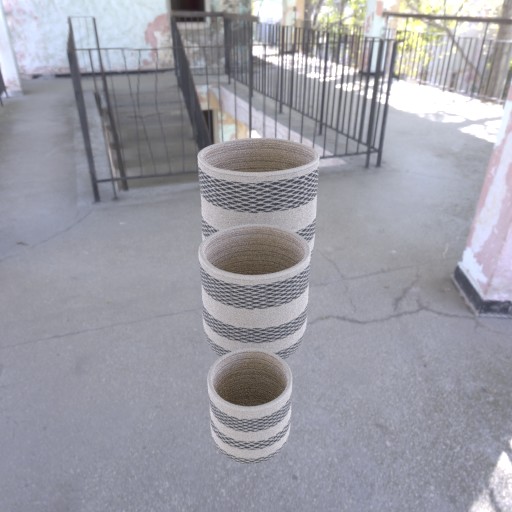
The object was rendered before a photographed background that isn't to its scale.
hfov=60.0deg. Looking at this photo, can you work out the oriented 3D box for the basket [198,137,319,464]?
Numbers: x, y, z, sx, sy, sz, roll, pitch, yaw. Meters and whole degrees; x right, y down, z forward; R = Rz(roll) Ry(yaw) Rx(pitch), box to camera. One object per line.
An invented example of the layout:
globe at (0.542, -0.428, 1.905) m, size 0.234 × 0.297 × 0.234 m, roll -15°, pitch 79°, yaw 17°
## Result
basket at (0.000, 0.000, 1.106) m, size 0.351 × 0.356 × 0.917 m, roll 1°, pitch 30°, yaw 1°
